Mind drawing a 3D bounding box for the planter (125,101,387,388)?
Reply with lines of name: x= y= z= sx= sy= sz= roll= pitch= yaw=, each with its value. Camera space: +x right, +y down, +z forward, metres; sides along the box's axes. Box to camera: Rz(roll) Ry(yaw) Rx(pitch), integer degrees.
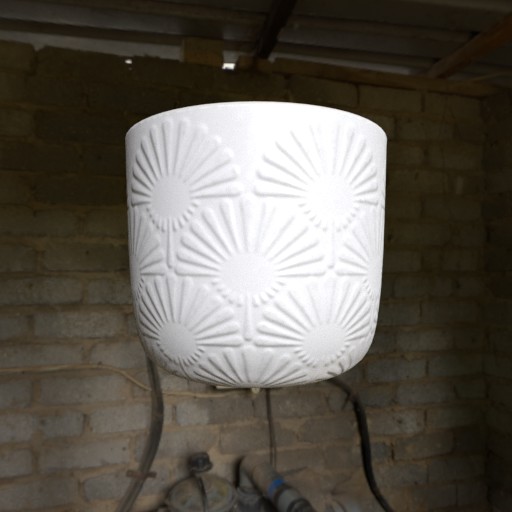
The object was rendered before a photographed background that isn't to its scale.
planter: x=0.000 y=0.000 z=0.218 sx=0.124 sy=0.109 sz=0.124 roll=0 pitch=-1 yaw=0
